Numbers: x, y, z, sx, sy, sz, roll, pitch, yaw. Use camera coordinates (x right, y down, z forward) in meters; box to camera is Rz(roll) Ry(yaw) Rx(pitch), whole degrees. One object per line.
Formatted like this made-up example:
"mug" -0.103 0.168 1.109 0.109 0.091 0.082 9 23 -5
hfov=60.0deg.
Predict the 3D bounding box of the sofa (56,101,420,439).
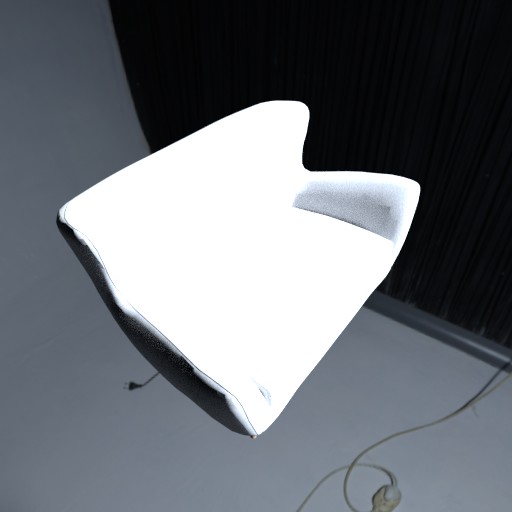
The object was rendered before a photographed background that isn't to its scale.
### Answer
"sofa" 0.000 0.000 1.946 0.921 0.878 1.424 26 47 27
